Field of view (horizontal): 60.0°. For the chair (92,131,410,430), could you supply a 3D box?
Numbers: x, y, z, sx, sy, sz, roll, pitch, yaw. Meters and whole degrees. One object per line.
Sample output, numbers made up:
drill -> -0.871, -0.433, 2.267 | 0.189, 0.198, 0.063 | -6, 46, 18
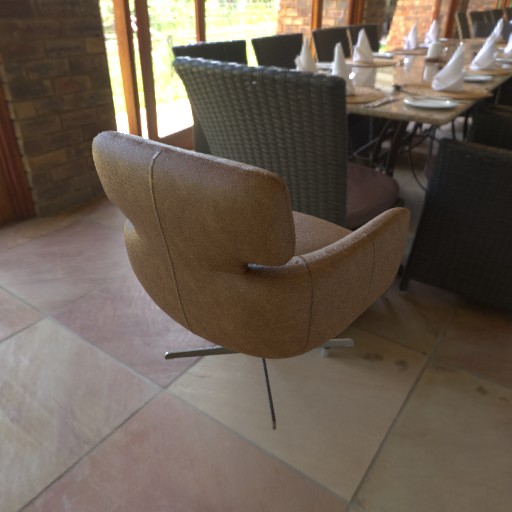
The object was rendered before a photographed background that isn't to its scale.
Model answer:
chair -> 0.000, 0.000, 1.357 | 0.706, 0.812, 0.715 | 22, 36, 33
